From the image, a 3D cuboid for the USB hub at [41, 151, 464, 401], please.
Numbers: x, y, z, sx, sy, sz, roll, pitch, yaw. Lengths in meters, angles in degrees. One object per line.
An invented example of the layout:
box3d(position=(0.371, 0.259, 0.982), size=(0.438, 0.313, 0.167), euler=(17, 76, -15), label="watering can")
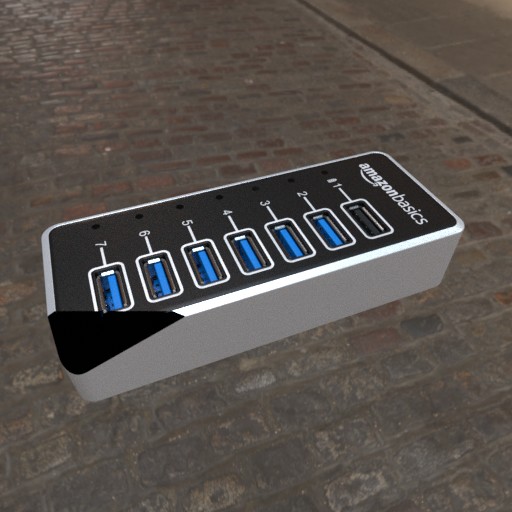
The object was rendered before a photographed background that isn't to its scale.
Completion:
box3d(position=(0.000, 0.000, 0.129), size=(0.110, 0.023, 0.044), euler=(-16, 47, -15), label="USB hub")
